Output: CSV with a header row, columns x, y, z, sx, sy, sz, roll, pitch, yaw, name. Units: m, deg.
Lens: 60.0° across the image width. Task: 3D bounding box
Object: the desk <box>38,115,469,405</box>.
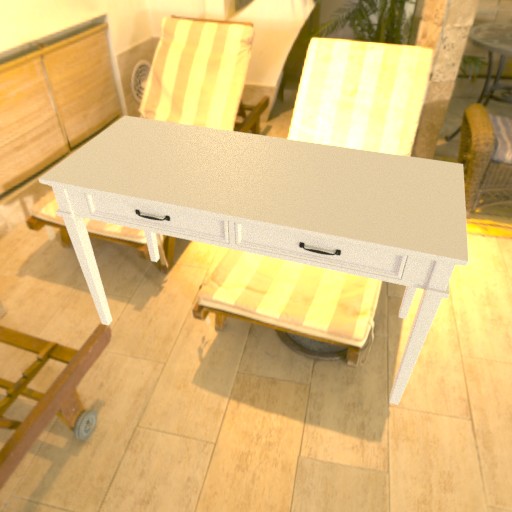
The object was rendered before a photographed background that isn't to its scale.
x,y,z,sx,sy,sz,roll,pitch,yaw,name
0.000,0.000,1.792,1.372,0.774,0.559,12,42,14,desk
